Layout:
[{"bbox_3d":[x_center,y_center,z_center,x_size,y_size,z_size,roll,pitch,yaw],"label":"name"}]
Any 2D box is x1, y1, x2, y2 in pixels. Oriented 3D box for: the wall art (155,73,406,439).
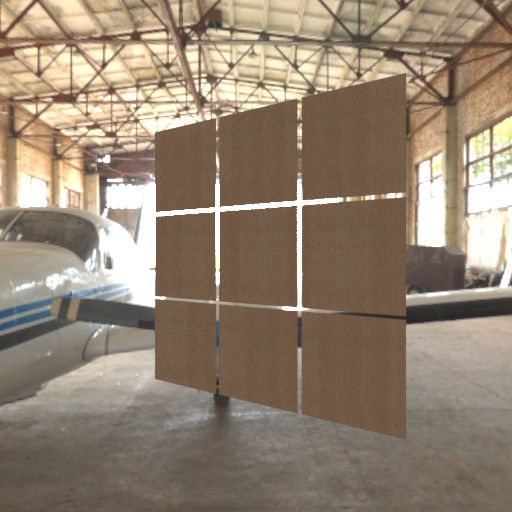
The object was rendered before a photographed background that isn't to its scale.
[{"bbox_3d":[0.000,0.000,2.263,1.517,1.505,0.002,0,0,36],"label":"wall art"}]
